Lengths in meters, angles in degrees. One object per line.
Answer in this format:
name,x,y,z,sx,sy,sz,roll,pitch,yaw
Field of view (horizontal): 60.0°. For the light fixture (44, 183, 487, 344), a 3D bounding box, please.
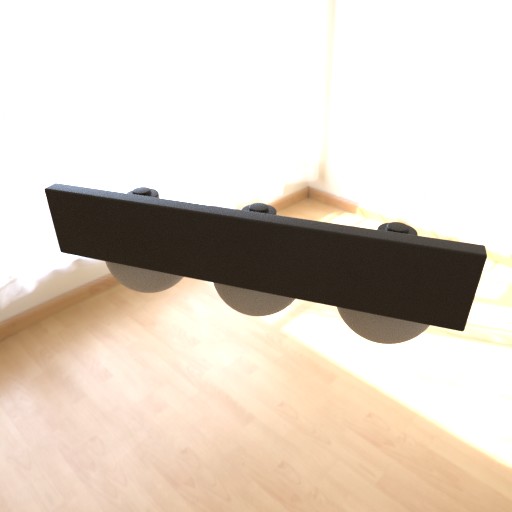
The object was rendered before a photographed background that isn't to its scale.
light fixture,0.000,0.000,0.841,0.721,0.263,0.218,10,32,16
